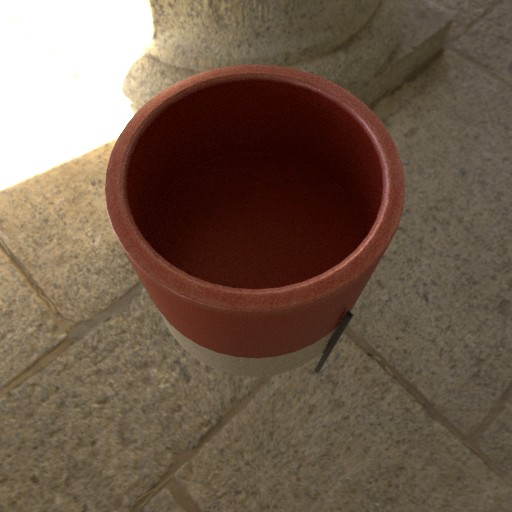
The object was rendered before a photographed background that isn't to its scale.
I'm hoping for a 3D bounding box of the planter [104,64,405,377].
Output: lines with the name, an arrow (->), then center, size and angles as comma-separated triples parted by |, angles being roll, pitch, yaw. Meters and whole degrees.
planter -> 0.000, 0.000, 0.715 | 0.345, 0.465, 0.354 | 16, 65, 8
